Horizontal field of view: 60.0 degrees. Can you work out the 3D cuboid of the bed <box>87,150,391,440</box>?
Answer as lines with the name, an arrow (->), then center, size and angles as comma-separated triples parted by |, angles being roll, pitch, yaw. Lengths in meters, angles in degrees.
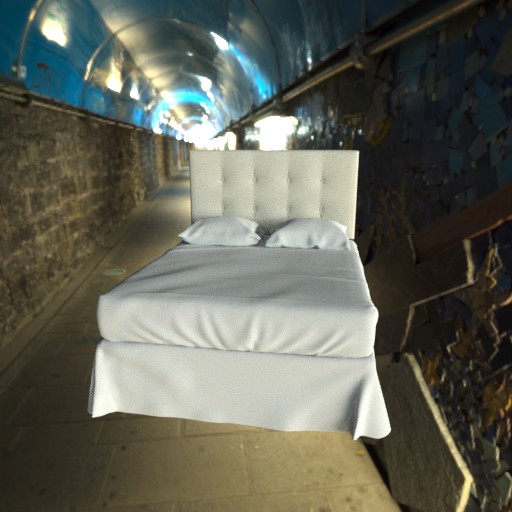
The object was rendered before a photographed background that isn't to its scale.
bed -> 0.000, 0.000, 3.456 | 1.936, 1.577, 2.222 | 2, 15, 9
